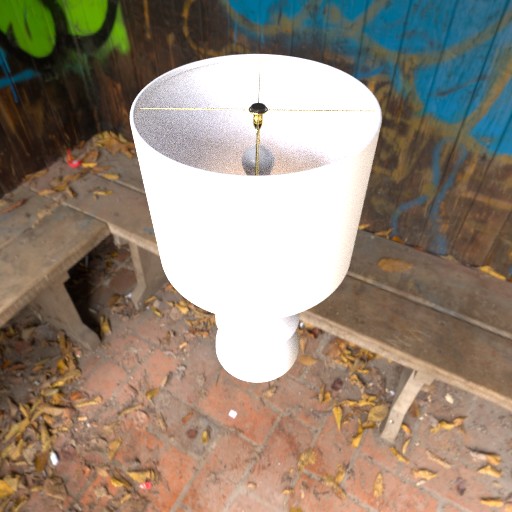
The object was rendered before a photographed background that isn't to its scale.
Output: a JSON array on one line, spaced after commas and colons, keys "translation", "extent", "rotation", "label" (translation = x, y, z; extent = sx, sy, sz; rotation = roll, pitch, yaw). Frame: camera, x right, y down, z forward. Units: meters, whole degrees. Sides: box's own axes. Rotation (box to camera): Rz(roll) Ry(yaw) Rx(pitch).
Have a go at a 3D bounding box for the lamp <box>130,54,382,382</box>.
[{"translation": [0.000, 0.000, 0.730], "extent": [0.301, 0.533, 0.301], "rotation": [1, 46, 1], "label": "lamp"}]
